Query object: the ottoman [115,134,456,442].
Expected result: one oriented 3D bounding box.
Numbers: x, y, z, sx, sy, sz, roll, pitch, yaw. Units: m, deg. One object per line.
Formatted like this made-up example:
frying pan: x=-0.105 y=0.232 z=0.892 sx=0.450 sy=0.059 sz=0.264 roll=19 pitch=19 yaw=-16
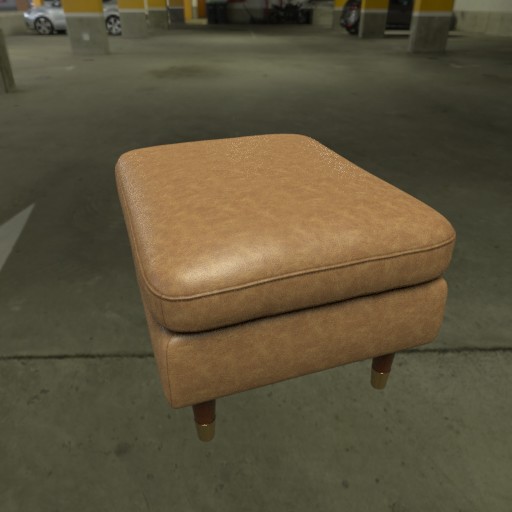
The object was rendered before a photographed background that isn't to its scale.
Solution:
ottoman: x=0.000 y=0.000 z=1.098 sx=0.593 sy=0.478 sz=0.747 roll=-10 pitch=31 yaw=-17
